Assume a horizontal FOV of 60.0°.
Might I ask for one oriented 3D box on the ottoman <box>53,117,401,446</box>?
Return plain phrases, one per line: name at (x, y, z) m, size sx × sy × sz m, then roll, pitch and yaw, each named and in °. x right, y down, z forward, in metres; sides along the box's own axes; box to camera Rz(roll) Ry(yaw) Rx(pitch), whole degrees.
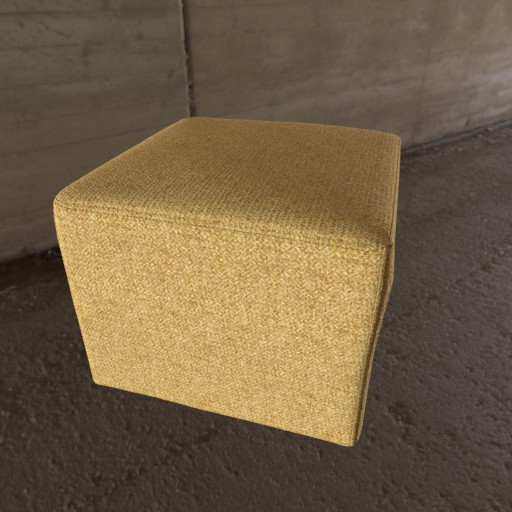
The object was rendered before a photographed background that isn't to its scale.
ottoman at (0.000, 0.000, 0.891) m, size 0.505 × 0.441 × 0.512 m, roll 9°, pitch 33°, yaw 14°
